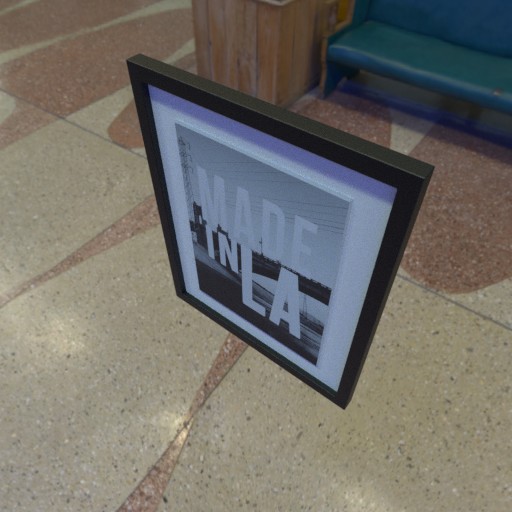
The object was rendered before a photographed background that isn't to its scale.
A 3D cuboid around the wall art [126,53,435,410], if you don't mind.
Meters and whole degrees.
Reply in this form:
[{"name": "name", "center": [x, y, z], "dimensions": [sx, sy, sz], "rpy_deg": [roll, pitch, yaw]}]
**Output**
[{"name": "wall art", "center": [0.000, 0.000, 0.758], "dimensions": [0.457, 0.559, 0.028], "rpy_deg": [30, 54, 25]}]
